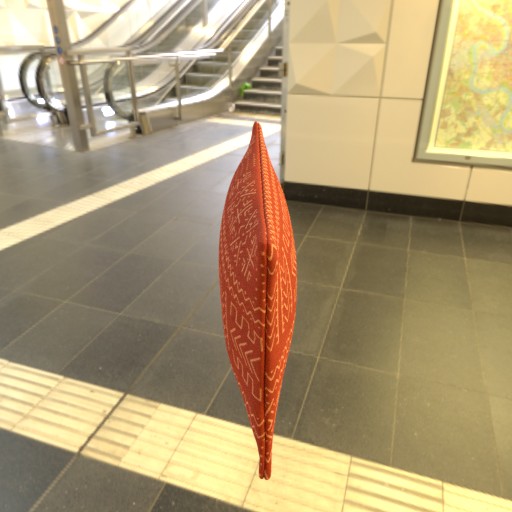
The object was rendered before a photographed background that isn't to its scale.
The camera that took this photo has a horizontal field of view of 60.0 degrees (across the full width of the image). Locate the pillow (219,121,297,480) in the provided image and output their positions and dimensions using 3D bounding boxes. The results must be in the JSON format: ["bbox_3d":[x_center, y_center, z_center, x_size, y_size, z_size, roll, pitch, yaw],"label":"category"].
[{"bbox_3d":[0.000,0.000,0.791,0.130,0.352,0.640,0,28,-1],"label":"pillow"}]
